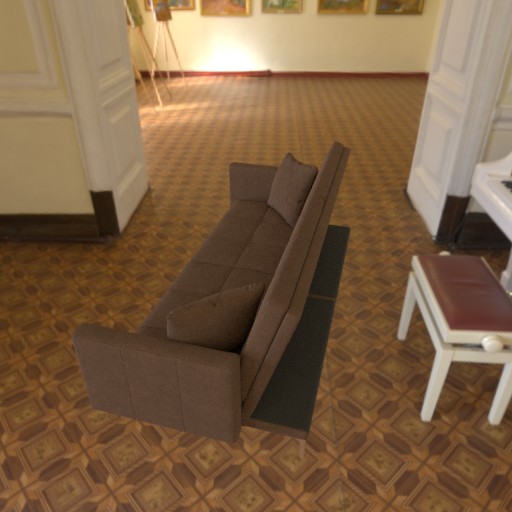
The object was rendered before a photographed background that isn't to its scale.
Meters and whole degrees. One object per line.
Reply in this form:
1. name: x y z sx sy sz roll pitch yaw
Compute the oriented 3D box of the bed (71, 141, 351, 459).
1. bed: 0.000 0.000 2.367 0.889 0.787 1.905 8 33 13
